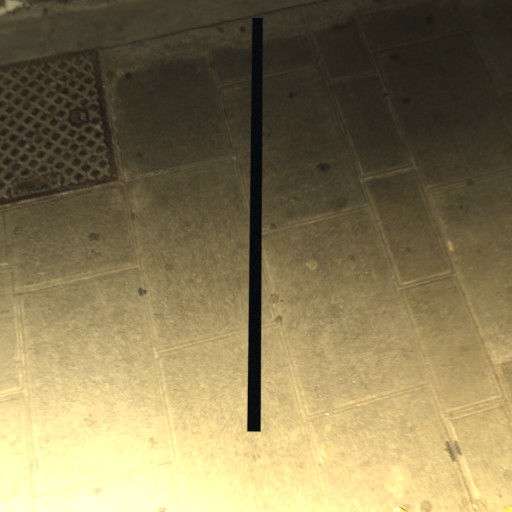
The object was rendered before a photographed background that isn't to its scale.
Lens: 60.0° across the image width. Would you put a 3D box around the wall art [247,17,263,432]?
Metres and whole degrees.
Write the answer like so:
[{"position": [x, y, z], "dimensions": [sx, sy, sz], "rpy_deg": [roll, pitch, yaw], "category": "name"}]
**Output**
[{"position": [0.000, 0.000, 1.205], "dimensions": [0.022, 0.807, 0.807], "rpy_deg": [0, 74, 0], "category": "wall art"}]
